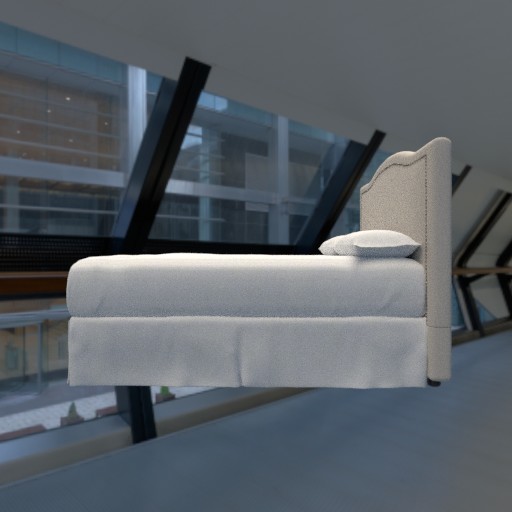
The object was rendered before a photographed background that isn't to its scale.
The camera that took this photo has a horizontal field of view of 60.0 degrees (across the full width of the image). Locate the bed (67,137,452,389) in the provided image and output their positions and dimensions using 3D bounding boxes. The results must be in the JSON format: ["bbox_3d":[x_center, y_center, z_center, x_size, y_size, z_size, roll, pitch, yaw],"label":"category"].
[{"bbox_3d":[0.000,0.000,3.253,2.143,1.460,1.753,0,0,1],"label":"bed"}]
